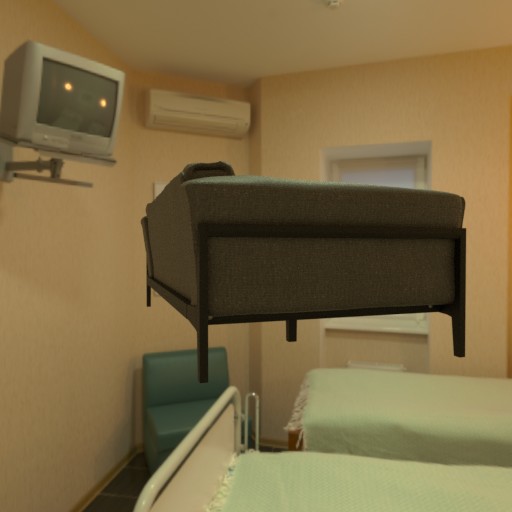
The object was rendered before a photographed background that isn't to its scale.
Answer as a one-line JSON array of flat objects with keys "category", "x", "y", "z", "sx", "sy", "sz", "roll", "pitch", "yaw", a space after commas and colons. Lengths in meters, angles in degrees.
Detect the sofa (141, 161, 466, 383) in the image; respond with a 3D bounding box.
[{"category": "sofa", "x": 0.000, "y": 0.000, "z": 2.125, "sx": 0.960, "sy": 0.656, "sz": 1.690, "roll": 0, "pitch": 1, "yaw": -19}]
